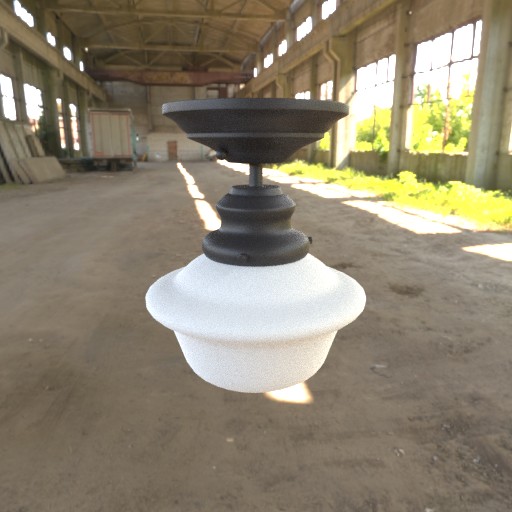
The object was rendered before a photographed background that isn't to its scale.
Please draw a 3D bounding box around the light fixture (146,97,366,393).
[{"bbox_3d":[0.000,0.000,0.397,0.197,0.254,0.197,0,14,0],"label":"light fixture"}]
